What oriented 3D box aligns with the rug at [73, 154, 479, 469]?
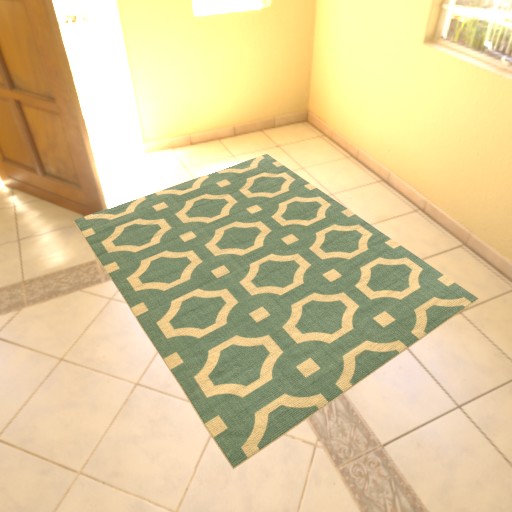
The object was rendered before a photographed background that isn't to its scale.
[{"bbox_3d":[0.000,0.000,4.145,2.466,0.021,3.049,-25,47,-25],"label":"rug"}]
